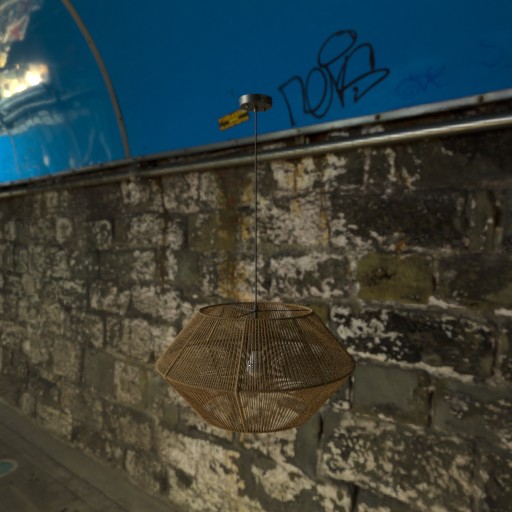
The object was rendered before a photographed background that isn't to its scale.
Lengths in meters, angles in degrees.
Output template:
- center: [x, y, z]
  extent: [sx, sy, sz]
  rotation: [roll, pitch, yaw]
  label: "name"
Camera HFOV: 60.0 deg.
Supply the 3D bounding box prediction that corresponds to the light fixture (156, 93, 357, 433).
- center: [0.000, 0.000, 1.441]
  extent: [0.643, 1.009, 0.643]
  rotation: [0, 2, 0]
  label: "light fixture"
